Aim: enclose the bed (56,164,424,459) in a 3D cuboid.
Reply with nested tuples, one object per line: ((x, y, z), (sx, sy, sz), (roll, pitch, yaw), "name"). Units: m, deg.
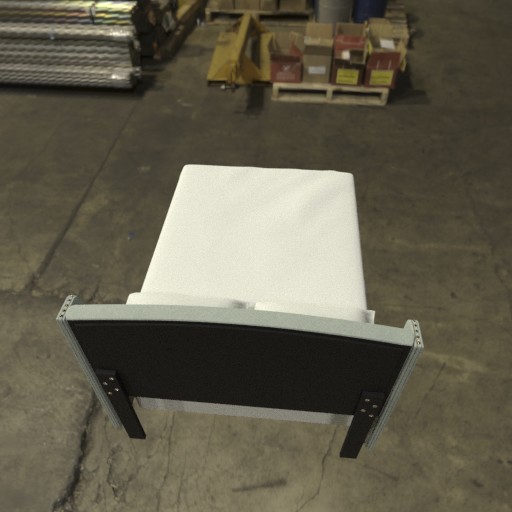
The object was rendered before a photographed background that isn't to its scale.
((0.000, 0.000, 3.231), (1.710, 1.407, 2.237), (4, 47, 3), "bed")
